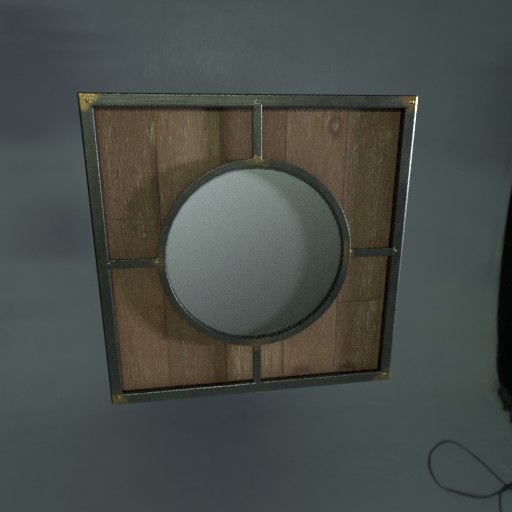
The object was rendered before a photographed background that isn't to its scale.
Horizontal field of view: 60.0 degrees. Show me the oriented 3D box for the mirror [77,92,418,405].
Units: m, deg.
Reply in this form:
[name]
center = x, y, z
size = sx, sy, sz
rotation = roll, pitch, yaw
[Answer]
[mirror]
center = 0.000, 0.000, 0.555
size = 0.382, 0.381, 0.020
rotation = -3, 17, -9
